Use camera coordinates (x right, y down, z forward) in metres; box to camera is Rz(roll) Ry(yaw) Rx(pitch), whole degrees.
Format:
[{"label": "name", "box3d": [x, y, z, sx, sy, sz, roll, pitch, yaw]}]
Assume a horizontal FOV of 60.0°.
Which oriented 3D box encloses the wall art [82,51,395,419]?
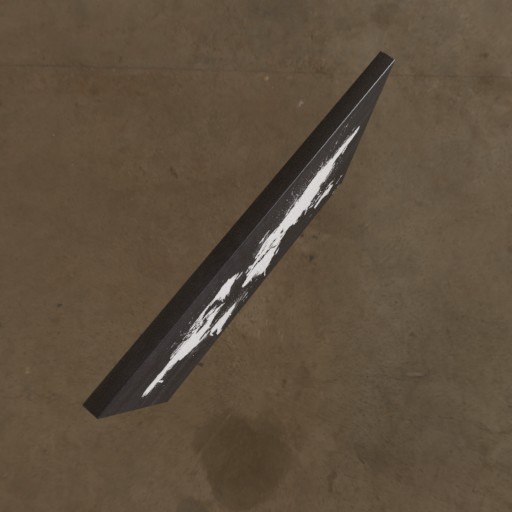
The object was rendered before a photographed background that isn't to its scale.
[{"label": "wall art", "box3d": [0.000, 0.000, 1.137, 0.038, 0.612, 0.912, 37, 78, 10]}]
